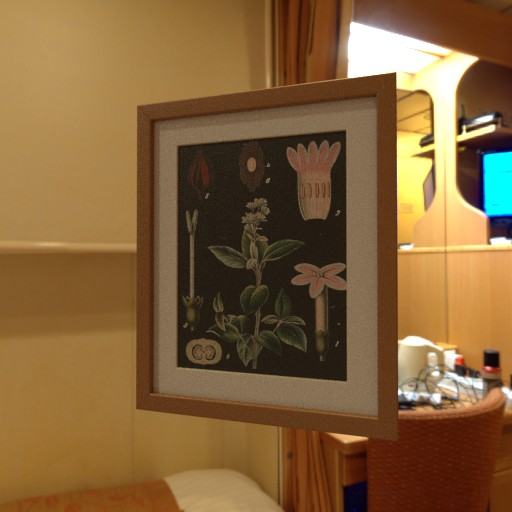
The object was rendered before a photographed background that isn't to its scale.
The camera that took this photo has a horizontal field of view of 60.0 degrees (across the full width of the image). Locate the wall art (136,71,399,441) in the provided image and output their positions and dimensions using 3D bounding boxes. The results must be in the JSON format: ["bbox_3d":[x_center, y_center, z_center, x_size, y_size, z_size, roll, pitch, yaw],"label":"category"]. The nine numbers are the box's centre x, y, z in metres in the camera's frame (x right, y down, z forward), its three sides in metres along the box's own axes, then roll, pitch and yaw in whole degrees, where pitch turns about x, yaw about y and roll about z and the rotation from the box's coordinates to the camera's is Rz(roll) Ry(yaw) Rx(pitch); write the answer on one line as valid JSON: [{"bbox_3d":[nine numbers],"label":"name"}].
[{"bbox_3d":[0.000,0.000,0.509,0.310,0.379,0.015,0,-1,18],"label":"wall art"}]
